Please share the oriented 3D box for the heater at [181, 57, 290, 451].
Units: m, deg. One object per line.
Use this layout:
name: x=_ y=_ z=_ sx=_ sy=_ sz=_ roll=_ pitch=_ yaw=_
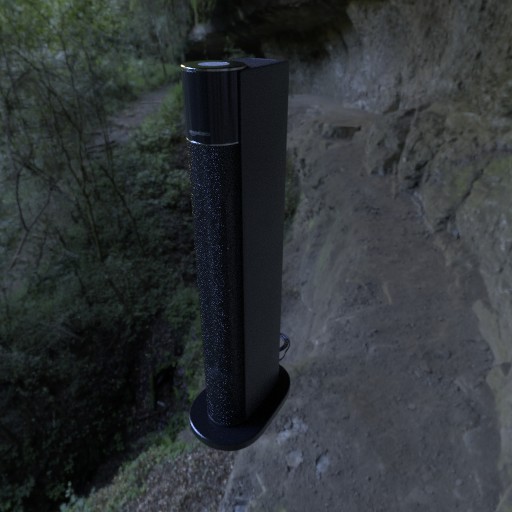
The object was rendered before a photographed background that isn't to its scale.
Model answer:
heater: x=0.000 y=0.000 z=1.040 sx=0.214 sy=0.856 sz=0.458 roll=19 pitch=35 yaw=30
